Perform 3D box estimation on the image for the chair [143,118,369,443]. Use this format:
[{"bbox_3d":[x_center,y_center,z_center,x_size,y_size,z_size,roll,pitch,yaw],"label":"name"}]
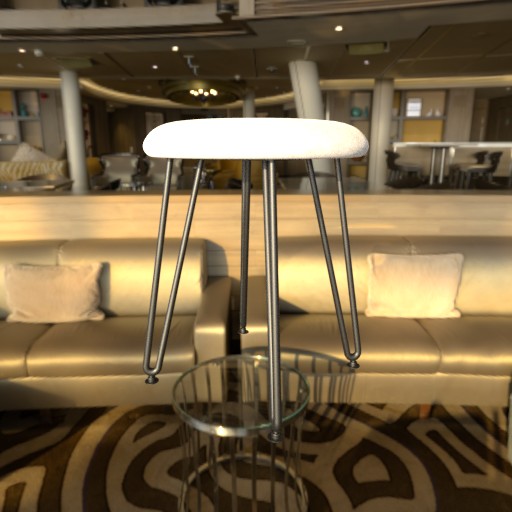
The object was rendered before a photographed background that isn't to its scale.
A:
[{"bbox_3d":[0.000,0.000,0.663,0.350,0.386,0.350,-2,14,-9],"label":"chair"}]
